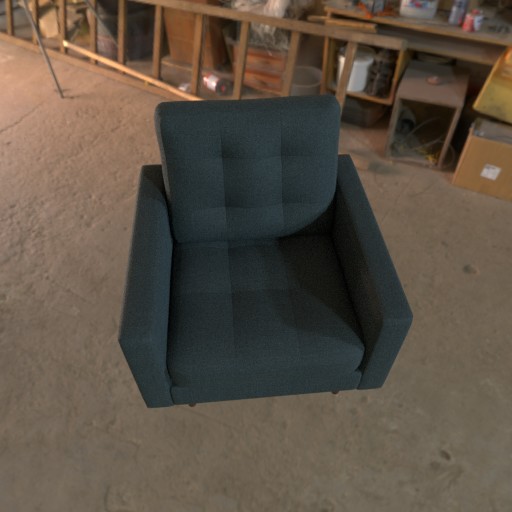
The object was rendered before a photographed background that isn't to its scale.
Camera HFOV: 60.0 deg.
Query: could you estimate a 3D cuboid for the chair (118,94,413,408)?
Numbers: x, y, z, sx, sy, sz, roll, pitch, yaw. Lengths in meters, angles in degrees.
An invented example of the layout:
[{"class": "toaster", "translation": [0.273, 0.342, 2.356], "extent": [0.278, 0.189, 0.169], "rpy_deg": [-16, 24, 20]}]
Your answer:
[{"class": "chair", "translation": [0.000, 0.000, 1.554], "extent": [0.821, 0.880, 0.843], "rpy_deg": [-4, 48, -3]}]
